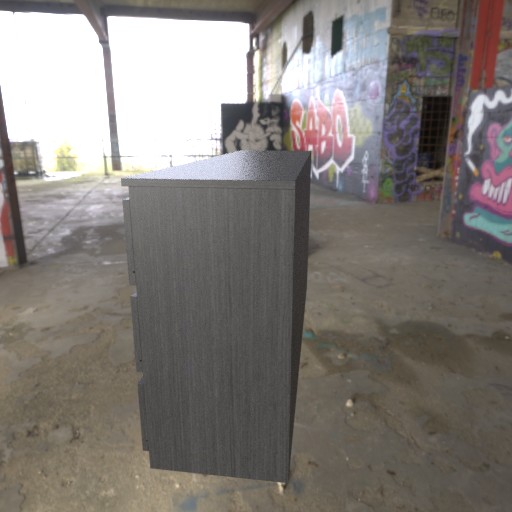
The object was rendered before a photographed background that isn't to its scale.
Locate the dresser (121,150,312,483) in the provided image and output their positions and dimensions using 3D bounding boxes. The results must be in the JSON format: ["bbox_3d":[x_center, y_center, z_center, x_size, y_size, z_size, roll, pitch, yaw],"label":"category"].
[{"bbox_3d":[0.000,0.000,1.853,0.400,0.795,1.590,2,16,8],"label":"dresser"}]
